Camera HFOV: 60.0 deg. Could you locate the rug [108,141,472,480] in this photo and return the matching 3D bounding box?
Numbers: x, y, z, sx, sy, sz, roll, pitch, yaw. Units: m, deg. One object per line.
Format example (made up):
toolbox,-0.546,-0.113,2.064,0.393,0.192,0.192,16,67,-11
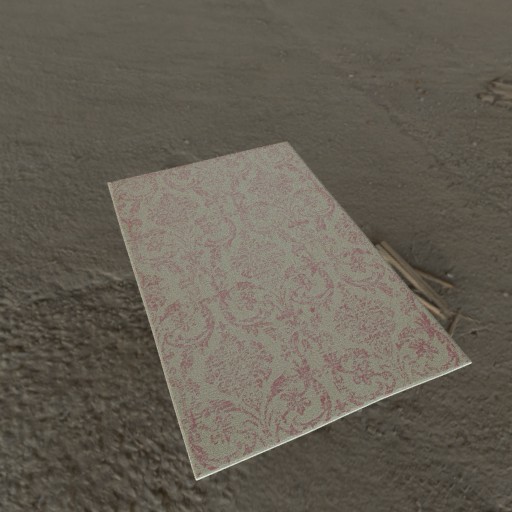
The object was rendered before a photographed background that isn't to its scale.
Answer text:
rug,0.000,0.000,3.429,1.819,0.018,2.746,-17,49,-15
